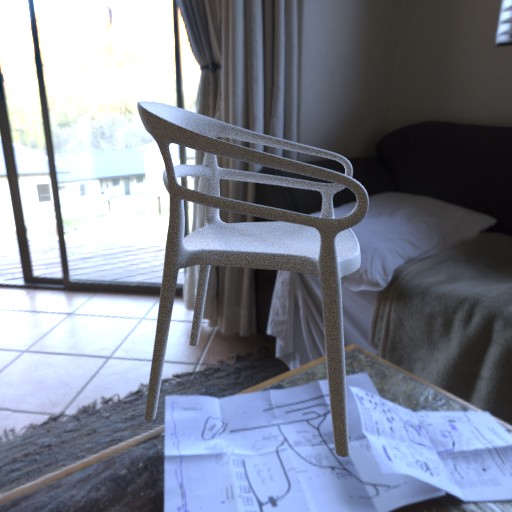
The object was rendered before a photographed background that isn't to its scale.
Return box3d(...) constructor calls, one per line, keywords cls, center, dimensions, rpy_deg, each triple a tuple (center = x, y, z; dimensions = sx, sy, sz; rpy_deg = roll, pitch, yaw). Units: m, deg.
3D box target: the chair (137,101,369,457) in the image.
box3d(cls="chair", center=(0.000, 0.000, 1.152), dimensions=(0.527, 0.761, 0.559), rpy_deg=(3, 17, 8))
